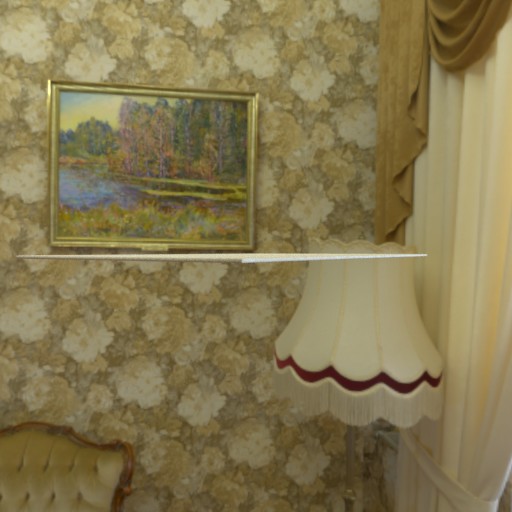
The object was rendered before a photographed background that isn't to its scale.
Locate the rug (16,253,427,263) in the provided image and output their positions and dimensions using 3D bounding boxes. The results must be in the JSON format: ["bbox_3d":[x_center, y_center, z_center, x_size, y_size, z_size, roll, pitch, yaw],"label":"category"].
[{"bbox_3d":[0.000,0.000,2.289,1.238,0.014,1.848,0,1,36],"label":"rug"}]
